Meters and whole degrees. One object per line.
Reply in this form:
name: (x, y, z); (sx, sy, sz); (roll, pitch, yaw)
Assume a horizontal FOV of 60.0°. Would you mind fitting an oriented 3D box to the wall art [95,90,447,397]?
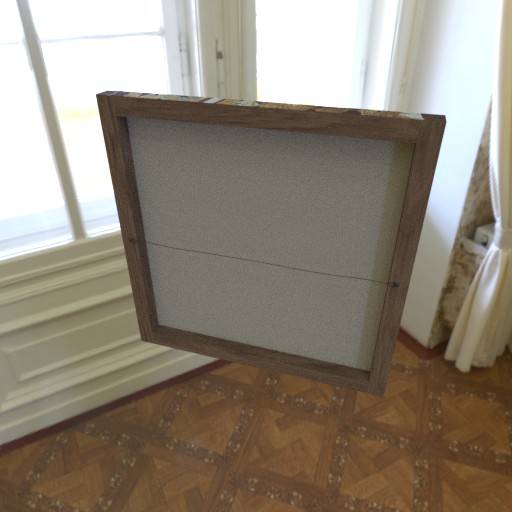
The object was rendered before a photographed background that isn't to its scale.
wall art: (0.000, 0.000, 0.919); (0.609, 0.613, 0.041); (9, 34, 14)
